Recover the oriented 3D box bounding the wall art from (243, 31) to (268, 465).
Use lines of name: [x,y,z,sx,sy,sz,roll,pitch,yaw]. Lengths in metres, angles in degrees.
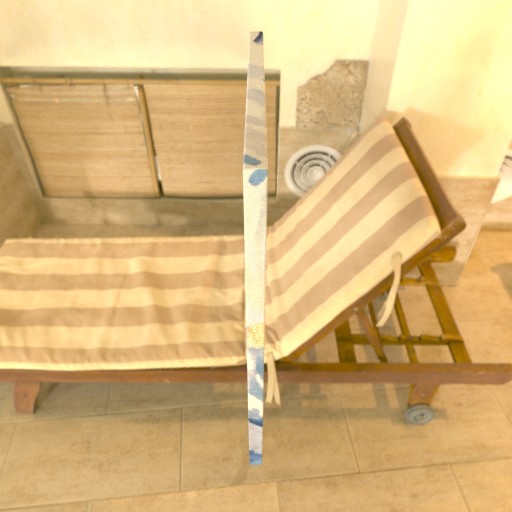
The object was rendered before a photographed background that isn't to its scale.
wall art: [0.000,0.000,1.293,0.038,1.015,0.761,0,41,0]
